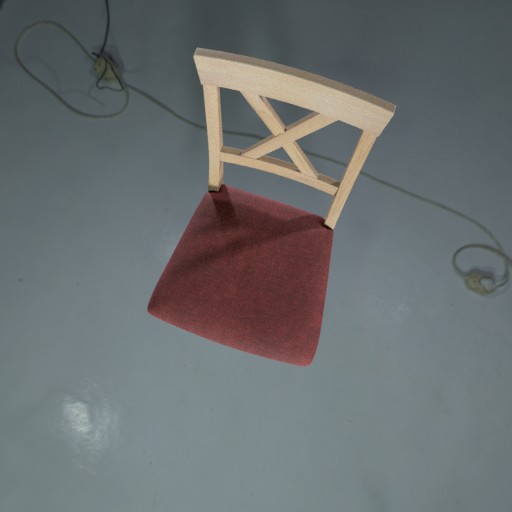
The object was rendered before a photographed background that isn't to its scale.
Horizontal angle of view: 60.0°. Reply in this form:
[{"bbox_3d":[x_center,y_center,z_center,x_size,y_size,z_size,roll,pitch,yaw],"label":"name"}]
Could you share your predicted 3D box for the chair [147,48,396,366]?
[{"bbox_3d":[0.000,0.000,1.175,0.439,0.912,0.492,18,77,4],"label":"chair"}]
